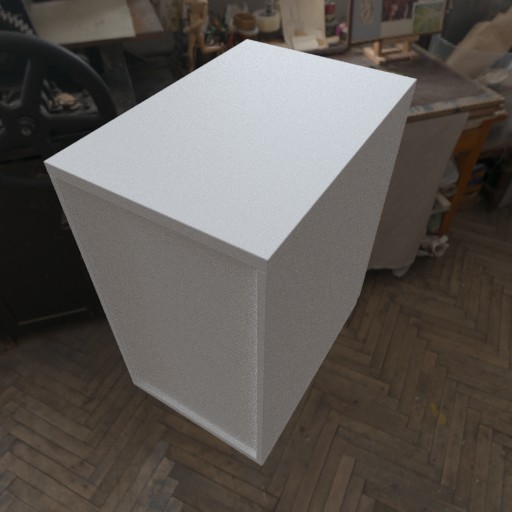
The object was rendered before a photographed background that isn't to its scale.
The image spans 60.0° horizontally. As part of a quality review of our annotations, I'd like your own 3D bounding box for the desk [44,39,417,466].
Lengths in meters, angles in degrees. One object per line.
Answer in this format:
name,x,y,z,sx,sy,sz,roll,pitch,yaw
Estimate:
desk,0.000,0.000,1.053,0.404,0.730,0.600,24,51,21
